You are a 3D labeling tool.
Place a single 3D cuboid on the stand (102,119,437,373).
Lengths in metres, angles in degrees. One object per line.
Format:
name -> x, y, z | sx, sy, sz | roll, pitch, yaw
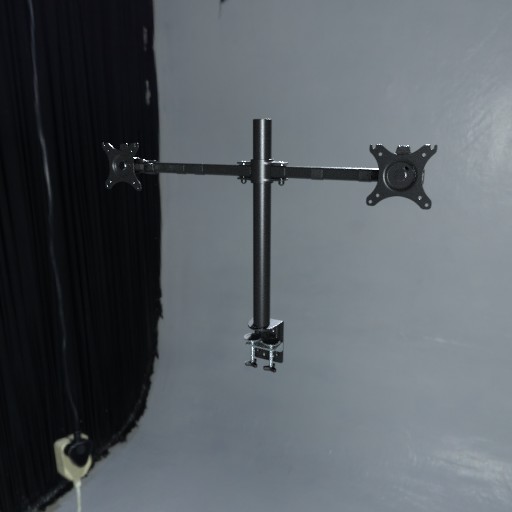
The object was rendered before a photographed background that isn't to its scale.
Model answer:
stand -> 0.000, 0.000, 1.018 | 0.743, 0.603, 0.150 | 7, 16, 26
